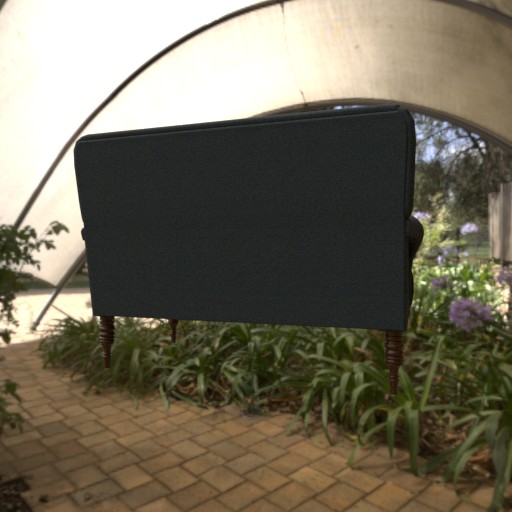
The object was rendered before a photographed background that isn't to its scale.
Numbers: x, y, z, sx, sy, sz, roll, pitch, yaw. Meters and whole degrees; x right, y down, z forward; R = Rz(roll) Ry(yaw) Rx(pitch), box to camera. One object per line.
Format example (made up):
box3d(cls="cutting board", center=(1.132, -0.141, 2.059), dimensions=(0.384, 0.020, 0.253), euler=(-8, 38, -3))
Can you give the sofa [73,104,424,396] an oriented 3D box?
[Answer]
box3d(cls="sofa", center=(0.000, 0.000, 1.807), dimensions=(1.297, 0.889, 0.779), euler=(0, 0, 18))
